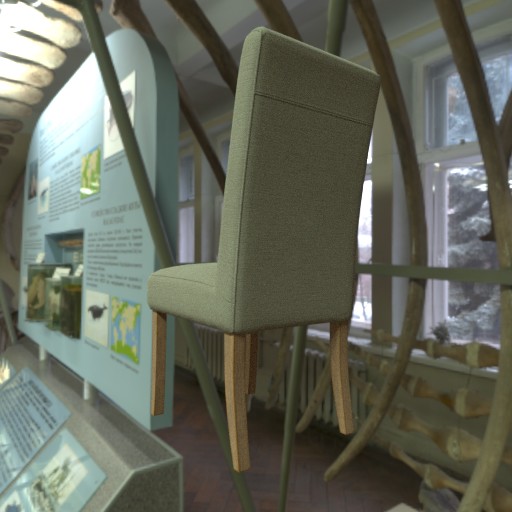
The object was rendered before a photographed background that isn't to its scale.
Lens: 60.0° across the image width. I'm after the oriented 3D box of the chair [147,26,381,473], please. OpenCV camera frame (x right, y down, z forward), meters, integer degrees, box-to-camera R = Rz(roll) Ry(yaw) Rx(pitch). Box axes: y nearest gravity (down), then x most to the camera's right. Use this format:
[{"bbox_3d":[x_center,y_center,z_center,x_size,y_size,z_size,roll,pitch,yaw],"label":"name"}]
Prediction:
[{"bbox_3d":[0.000,0.000,1.339,0.450,1.033,0.611,0,-1,-37],"label":"chair"}]
